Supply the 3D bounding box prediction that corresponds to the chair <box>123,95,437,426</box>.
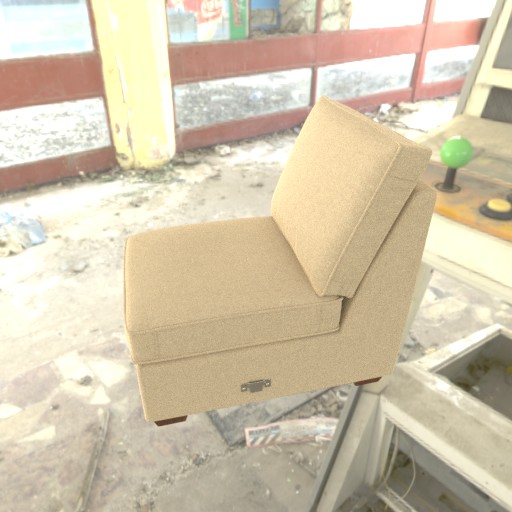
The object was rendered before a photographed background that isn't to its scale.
[{"bbox_3d":[0.000,0.000,1.596,0.938,0.970,0.621,-8,33,-12],"label":"chair"}]
